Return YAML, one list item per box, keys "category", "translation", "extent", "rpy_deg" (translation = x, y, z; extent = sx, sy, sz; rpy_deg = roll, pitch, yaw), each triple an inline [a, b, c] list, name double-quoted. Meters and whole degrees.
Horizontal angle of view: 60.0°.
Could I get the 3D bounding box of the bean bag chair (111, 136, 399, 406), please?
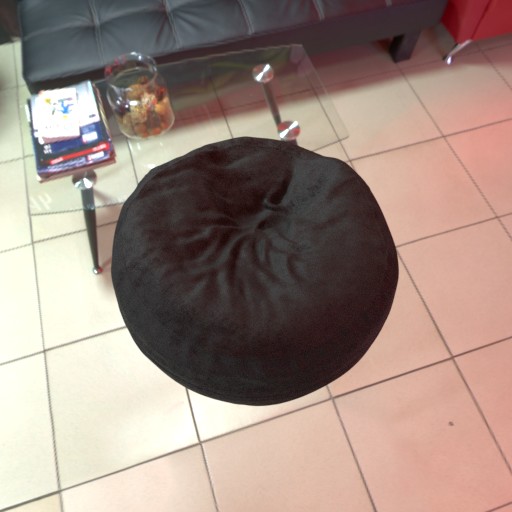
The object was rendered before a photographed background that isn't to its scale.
- category: "bean bag chair"
  translation: [0.000, 0.000, 2.416]
  extent: [1.525, 0.751, 1.525]
  rpy_deg: [0, 63, 0]
